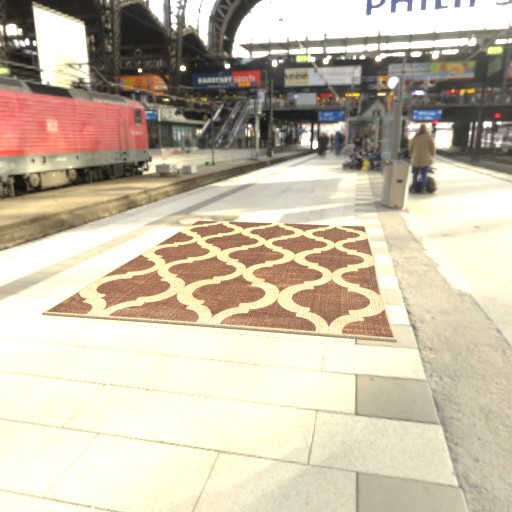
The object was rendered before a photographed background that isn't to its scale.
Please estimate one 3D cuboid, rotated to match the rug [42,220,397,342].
[{"bbox_3d":[0.000,0.000,2.912,1.526,0.014,2.290,3,15,10],"label":"rug"}]
